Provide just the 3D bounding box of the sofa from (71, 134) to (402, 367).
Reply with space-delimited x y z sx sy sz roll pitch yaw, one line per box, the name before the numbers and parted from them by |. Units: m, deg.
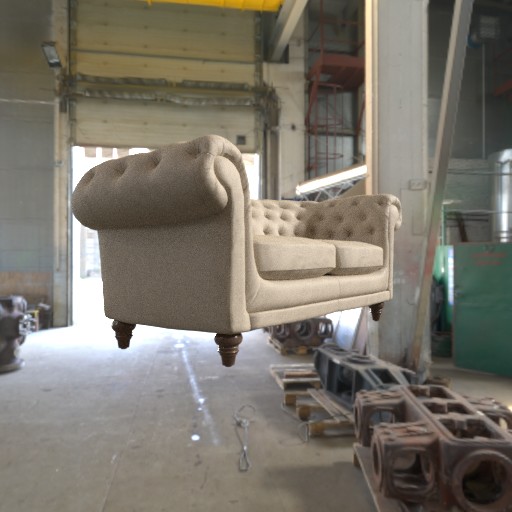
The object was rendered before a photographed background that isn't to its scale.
sofa | 0.000 0.000 2.503 1.069 0.835 1.988 0 0 36
